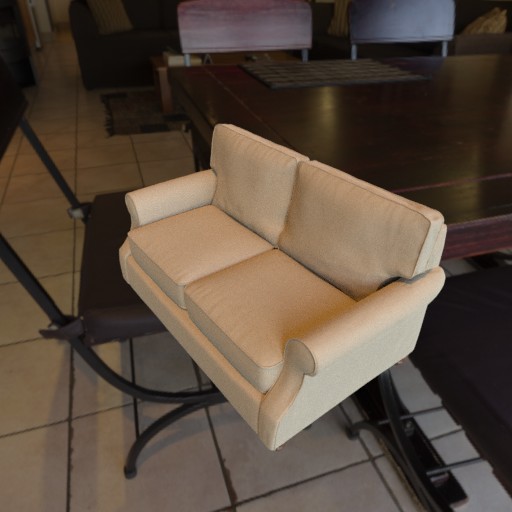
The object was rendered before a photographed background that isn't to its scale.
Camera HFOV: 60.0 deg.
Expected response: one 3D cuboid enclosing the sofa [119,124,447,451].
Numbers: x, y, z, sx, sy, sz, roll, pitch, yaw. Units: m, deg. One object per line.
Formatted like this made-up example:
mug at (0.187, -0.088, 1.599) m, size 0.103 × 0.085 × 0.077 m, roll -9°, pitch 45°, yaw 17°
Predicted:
sofa at (0.000, 0.000, 2.302) m, size 0.964 × 0.937 × 1.665 m, roll -22°, pitch 39°, yaw -30°
